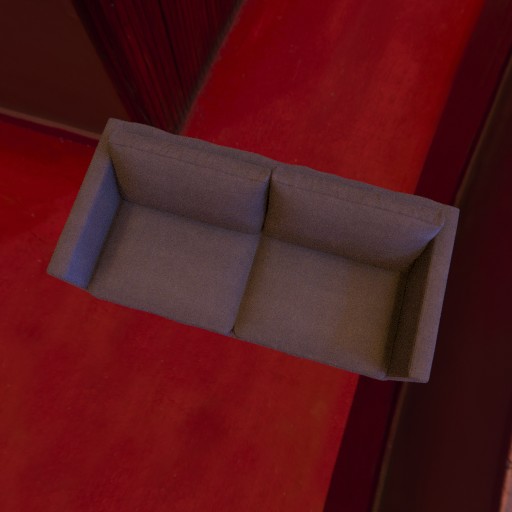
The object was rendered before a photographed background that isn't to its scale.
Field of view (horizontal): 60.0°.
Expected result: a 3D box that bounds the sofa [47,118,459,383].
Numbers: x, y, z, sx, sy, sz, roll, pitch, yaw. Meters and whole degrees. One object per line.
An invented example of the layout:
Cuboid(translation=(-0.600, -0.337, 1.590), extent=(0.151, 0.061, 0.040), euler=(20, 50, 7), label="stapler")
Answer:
Cuboid(translation=(0.000, 0.000, 2.539), extent=(1.982, 0.855, 0.953), euler=(15, 76, 4), label="sofa")
